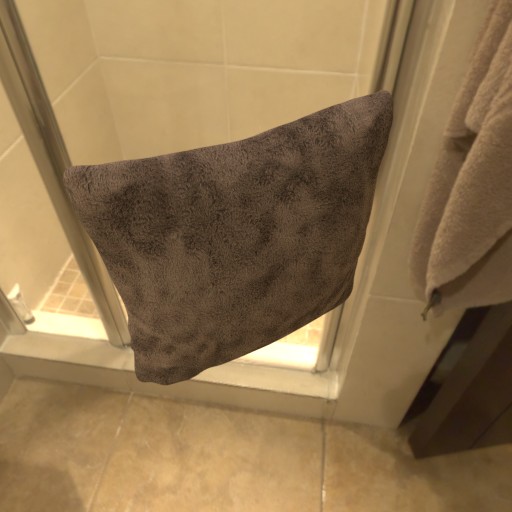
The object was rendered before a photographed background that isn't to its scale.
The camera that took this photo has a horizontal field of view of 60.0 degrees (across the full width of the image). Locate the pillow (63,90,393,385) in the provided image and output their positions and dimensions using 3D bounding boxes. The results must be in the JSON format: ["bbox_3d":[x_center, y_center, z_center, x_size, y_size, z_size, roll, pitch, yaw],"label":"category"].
[{"bbox_3d":[0.000,0.000,0.792,0.522,0.520,0.204,-21,49,-20],"label":"pillow"}]
